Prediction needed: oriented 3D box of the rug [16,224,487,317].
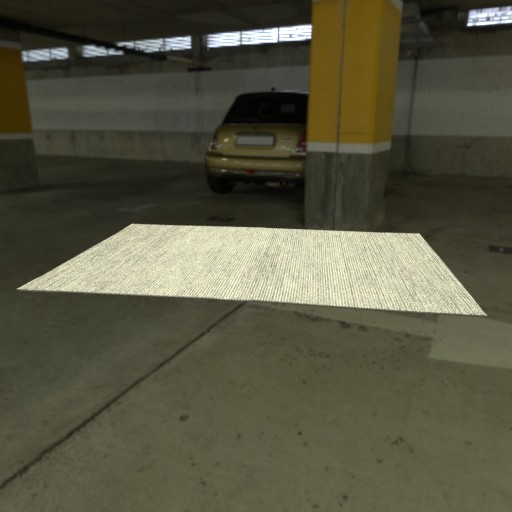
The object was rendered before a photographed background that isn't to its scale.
[{"bbox_3d":[0.000,0.000,2.196,1.789,0.021,1.159,2,17,8],"label":"rug"}]
